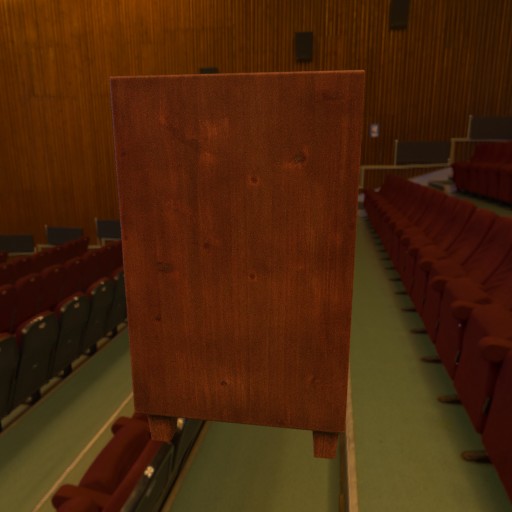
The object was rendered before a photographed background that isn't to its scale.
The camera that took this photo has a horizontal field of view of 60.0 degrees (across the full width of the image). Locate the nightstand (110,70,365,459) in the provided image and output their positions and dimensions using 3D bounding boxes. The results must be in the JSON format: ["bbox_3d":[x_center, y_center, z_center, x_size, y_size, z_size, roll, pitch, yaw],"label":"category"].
[{"bbox_3d":[0.000,0.000,0.991,0.410,0.695,0.465,2,14,9],"label":"nightstand"}]
